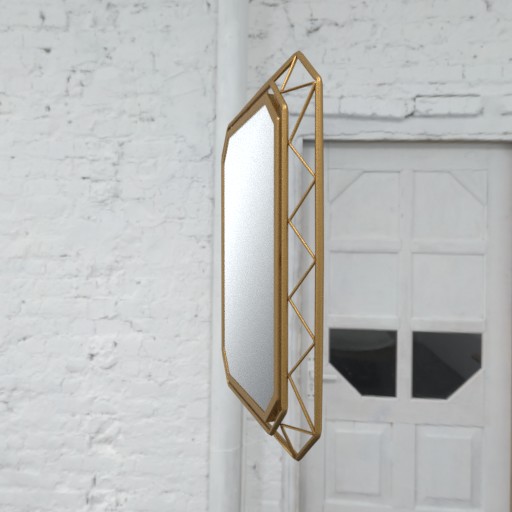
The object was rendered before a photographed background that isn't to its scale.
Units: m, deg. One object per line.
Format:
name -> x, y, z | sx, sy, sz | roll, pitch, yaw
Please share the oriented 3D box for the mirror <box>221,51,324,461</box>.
mirror -> 0.000, 0.000, 0.730 | 0.042, 0.566, 0.417 | 0, 1, -18
